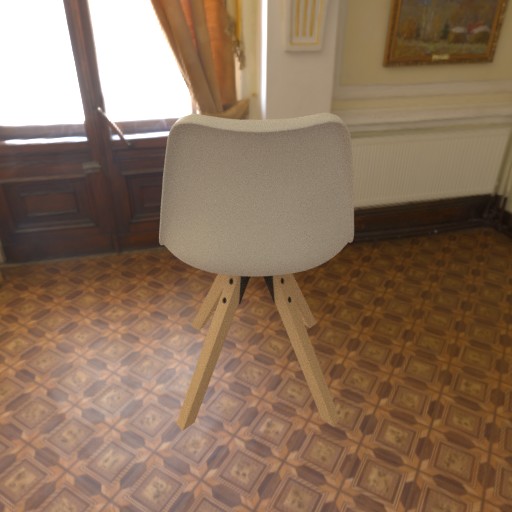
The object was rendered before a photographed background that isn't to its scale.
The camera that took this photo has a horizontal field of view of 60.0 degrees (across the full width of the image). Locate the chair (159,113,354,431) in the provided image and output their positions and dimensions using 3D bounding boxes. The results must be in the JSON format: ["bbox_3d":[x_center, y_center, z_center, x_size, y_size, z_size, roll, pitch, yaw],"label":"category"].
[{"bbox_3d":[0.000,0.000,1.194,0.485,0.850,0.550,-1,30,-2],"label":"chair"}]
